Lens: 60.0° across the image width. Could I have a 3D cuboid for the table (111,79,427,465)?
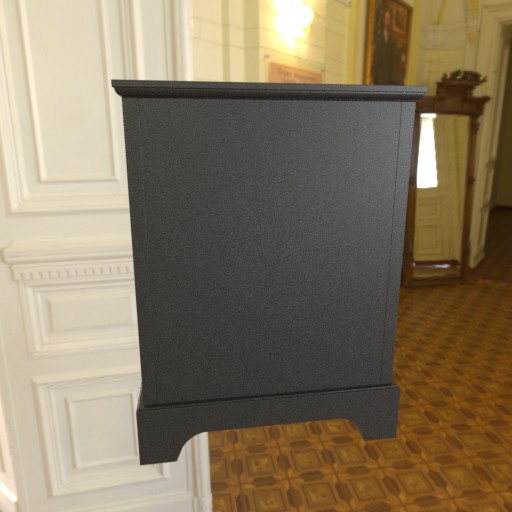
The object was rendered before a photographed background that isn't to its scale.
[{"bbox_3d":[0.000,0.000,0.897,0.460,0.610,0.399,-2,15,-9],"label":"table"}]
